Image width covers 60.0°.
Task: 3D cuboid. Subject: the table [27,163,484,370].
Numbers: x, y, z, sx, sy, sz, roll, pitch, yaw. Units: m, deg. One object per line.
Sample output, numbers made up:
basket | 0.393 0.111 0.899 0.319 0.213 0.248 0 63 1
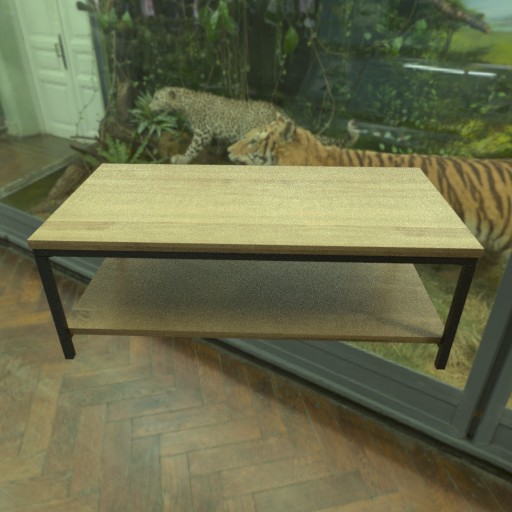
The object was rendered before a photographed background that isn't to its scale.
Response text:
table | 0.000 0.000 1.403 1.100 0.399 0.551 1 31 2
